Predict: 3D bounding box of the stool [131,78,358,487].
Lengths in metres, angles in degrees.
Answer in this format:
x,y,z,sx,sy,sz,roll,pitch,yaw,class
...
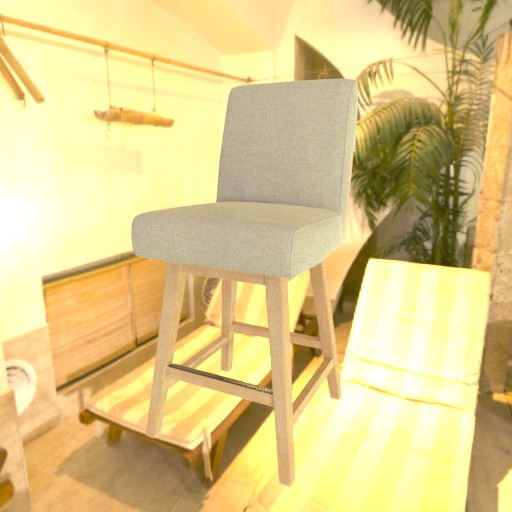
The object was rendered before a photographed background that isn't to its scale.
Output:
x,y,z,sx,sy,sz,roll,pitch,yaw,class
0.000,0.000,1.385,0.507,1.085,0.606,7,16,25,stool
